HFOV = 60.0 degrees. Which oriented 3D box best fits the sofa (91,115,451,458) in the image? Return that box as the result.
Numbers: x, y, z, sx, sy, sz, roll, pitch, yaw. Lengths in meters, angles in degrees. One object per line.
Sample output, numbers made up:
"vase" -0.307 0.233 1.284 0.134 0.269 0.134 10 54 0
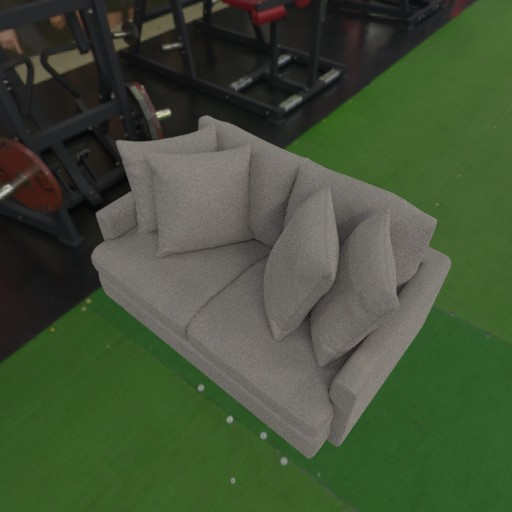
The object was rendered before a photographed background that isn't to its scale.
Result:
"sofa" 0.000 0.000 2.629 1.869 1.080 1.228 31 54 26
